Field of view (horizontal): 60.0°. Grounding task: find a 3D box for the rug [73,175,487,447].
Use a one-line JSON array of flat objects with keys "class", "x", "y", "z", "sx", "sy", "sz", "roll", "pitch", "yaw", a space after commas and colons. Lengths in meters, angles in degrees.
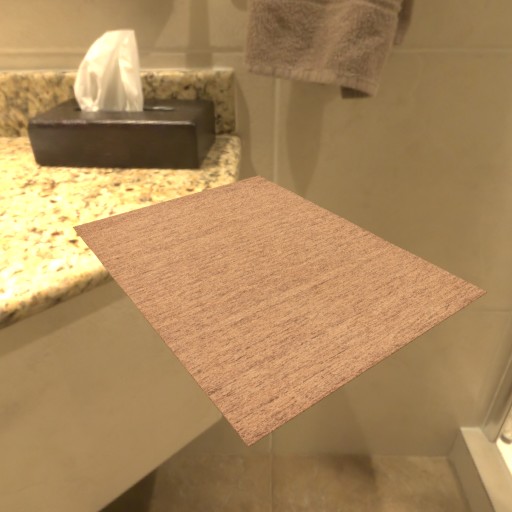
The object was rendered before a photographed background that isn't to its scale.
[{"class": "rug", "x": 0.000, "y": 0.000, "z": 4.187, "sx": 2.448, "sy": 0.013, "sz": 3.205, "roll": -21, "pitch": 38, "yaw": -30}]
